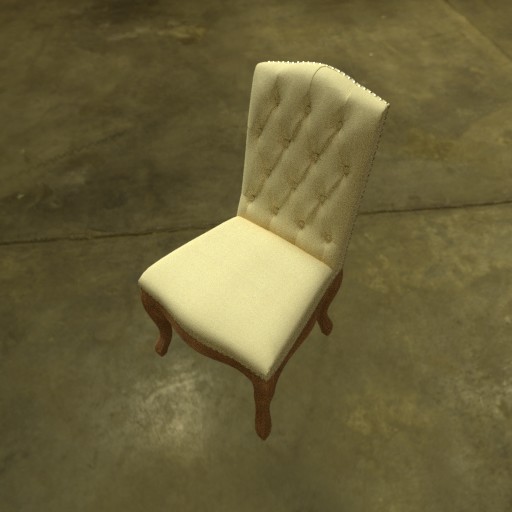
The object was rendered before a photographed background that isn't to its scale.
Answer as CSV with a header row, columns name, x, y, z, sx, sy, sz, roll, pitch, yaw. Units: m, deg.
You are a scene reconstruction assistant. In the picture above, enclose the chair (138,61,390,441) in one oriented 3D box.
name,x,y,z,sx,sy,sz,roll,pitch,yaw
chair,0.000,0.000,1.606,0.623,1.165,0.715,31,54,25
